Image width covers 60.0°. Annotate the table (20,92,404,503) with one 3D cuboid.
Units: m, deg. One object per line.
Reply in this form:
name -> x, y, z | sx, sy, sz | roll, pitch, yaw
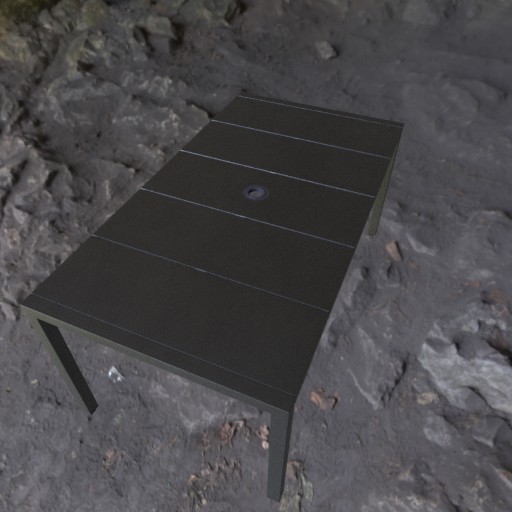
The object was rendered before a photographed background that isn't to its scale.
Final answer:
table -> 0.000, 0.000, 2.082 | 0.914, 0.735, 1.680 | 17, 47, 16
